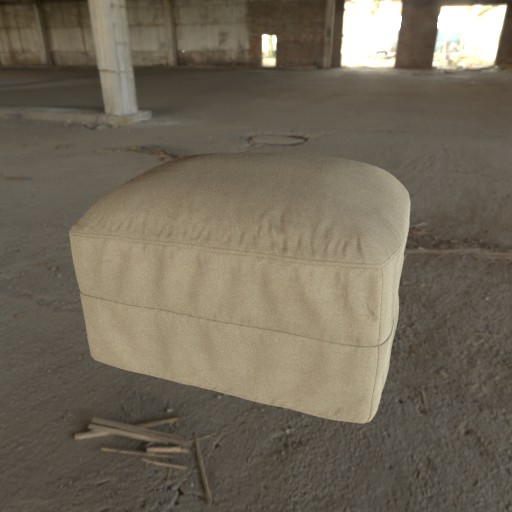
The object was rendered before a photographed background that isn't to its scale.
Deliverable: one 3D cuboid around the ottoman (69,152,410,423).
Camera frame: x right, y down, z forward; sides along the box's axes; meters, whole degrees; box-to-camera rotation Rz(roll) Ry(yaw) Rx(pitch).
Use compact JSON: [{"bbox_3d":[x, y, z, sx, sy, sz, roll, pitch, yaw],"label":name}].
[{"bbox_3d":[0.000,0.000,1.114,0.712,0.480,0.584,9,27,17],"label":"ottoman"}]
